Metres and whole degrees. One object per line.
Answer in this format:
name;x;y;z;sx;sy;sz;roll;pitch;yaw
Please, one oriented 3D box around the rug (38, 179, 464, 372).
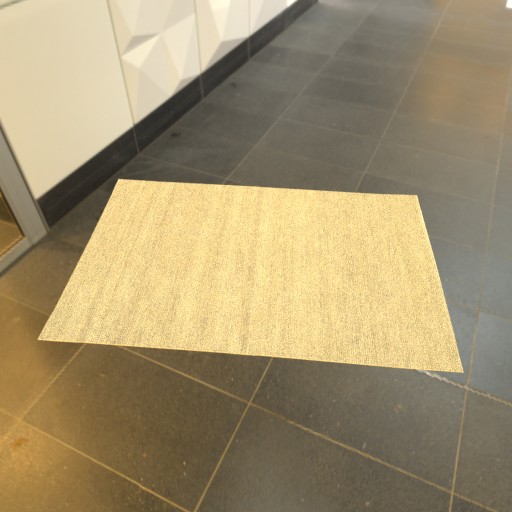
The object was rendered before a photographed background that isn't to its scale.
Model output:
rug;0.000;0.000;2.277;1.820;0.022;1.179;4;46;4
